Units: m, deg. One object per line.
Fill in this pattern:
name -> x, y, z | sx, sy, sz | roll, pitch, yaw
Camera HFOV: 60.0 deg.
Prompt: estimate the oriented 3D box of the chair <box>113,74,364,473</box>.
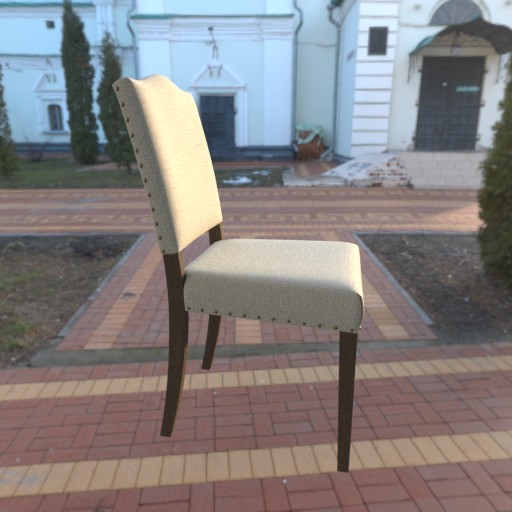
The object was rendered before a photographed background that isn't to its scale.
chair -> 0.000, 0.000, 1.316 | 0.619, 1.015, 0.508 | 3, 16, 11
